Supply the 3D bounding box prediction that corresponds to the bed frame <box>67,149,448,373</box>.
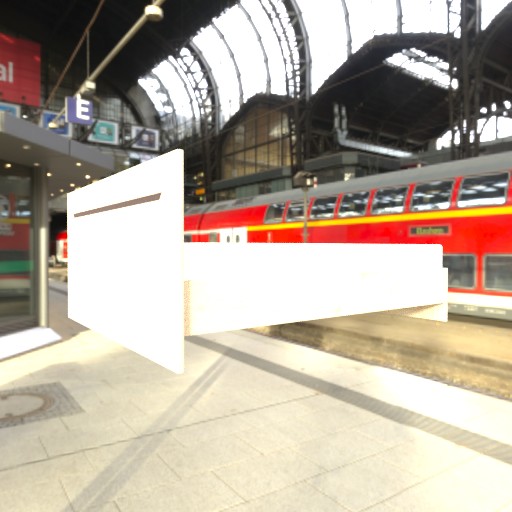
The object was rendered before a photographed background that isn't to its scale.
[{"bbox_3d":[0.000,0.000,3.110,2.080,0.900,1.800,-1,1,-36],"label":"bed frame"}]
